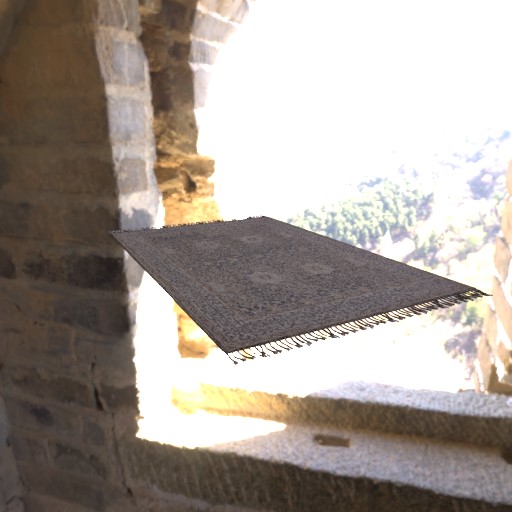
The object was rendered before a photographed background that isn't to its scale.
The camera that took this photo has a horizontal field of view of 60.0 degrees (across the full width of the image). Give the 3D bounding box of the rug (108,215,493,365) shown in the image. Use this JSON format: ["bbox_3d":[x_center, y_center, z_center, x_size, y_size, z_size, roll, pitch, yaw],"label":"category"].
[{"bbox_3d":[0.000,0.000,2.479,1.237,0.010,2.029,-9,18,-27],"label":"rug"}]
